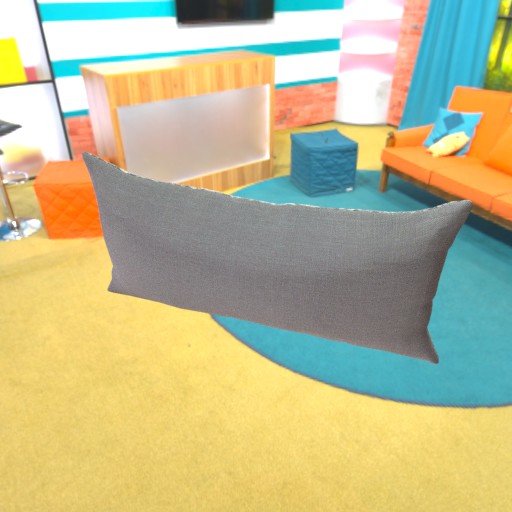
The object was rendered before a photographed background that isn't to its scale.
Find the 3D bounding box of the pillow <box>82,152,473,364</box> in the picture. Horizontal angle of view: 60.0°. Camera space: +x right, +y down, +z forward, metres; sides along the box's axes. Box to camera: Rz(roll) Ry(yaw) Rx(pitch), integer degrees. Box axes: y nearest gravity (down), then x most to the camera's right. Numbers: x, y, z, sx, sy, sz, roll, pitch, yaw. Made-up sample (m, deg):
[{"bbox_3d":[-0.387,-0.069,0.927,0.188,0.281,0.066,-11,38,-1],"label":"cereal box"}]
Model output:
[{"bbox_3d":[0.000,0.000,0.736,0.631,0.290,0.148,10,33,16],"label":"pillow"}]
